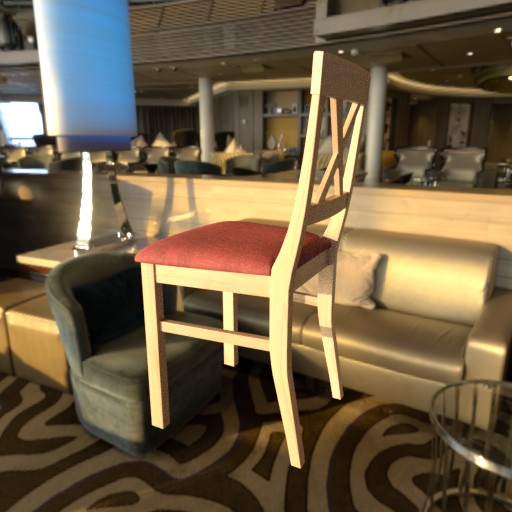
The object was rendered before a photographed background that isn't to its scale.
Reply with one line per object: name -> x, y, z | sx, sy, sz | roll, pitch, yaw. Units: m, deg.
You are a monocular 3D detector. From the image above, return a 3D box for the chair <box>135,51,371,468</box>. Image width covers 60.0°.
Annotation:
chair -> 0.000, 0.000, 1.176 | 0.492, 0.912, 0.439 | 7, 17, 26
